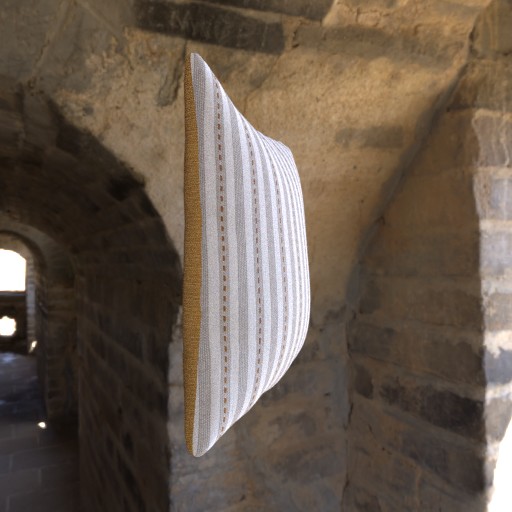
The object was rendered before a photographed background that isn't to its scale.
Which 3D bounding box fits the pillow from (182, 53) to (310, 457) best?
[{"bbox_3d":[0.000,0.000,0.669,0.147,0.437,0.432,0,-1,16],"label":"pillow"}]
